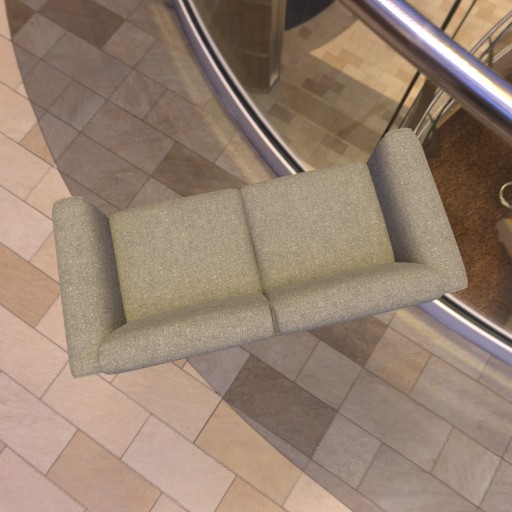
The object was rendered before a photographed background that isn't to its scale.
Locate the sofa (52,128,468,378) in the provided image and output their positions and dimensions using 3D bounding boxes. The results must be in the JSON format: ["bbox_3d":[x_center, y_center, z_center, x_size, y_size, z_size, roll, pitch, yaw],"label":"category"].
[{"bbox_3d":[0.000,0.000,2.555,2.125,0.703,0.985,-12,76,-3],"label":"sofa"}]
